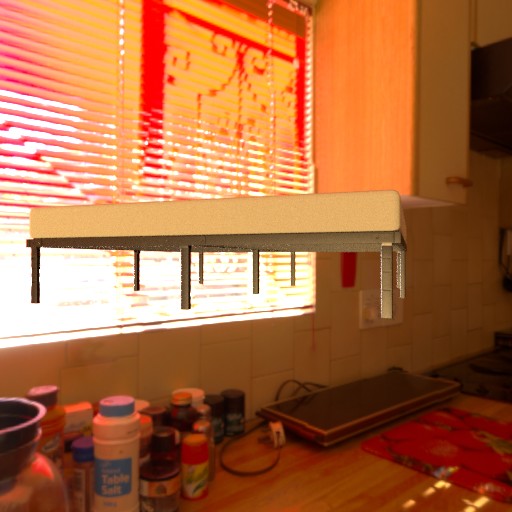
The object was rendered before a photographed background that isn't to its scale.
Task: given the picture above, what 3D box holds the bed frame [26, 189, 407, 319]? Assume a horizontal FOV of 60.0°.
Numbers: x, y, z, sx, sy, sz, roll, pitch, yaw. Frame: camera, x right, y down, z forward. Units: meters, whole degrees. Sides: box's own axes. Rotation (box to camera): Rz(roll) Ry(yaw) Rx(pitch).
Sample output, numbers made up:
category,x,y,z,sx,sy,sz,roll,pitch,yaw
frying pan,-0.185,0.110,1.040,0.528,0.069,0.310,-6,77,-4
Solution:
category,x,y,z,sx,sy,sz,roll,pitch,yaw
bed frame,0.000,0.000,3.940,2.526,0.680,2.635,0,0,19
